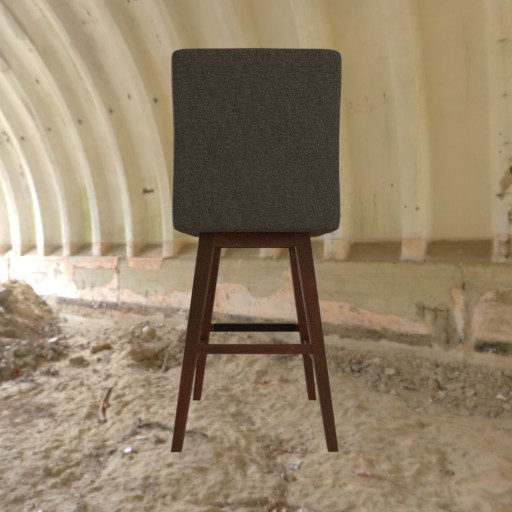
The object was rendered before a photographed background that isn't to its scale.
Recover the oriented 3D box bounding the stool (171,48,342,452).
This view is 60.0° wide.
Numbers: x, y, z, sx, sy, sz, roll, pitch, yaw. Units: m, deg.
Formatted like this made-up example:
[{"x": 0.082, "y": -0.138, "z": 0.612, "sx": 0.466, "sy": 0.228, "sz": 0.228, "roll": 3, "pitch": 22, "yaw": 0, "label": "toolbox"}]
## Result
[{"x": 0.000, "y": 0.000, "z": 1.398, "sx": 0.489, "sy": 1.068, "sz": 0.572, "roll": 0, "pitch": 0, "yaw": 0, "label": "stool"}]
